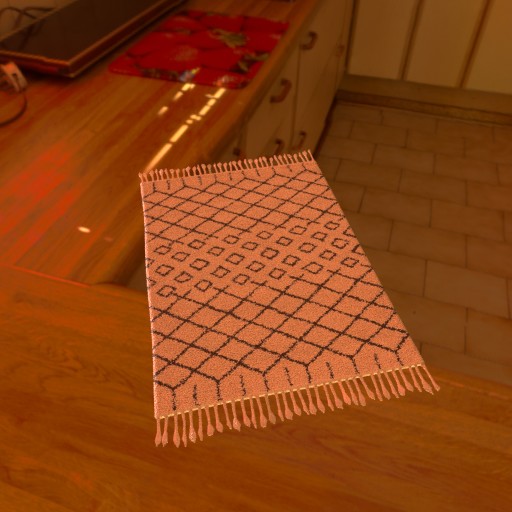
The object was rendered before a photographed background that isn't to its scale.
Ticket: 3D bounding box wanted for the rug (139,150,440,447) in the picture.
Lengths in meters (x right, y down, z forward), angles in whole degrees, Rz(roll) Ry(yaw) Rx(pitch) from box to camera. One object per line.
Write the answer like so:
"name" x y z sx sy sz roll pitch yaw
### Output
"rug" 0.000 0.000 3.349 1.664 0.029 2.615 -9 47 -8
